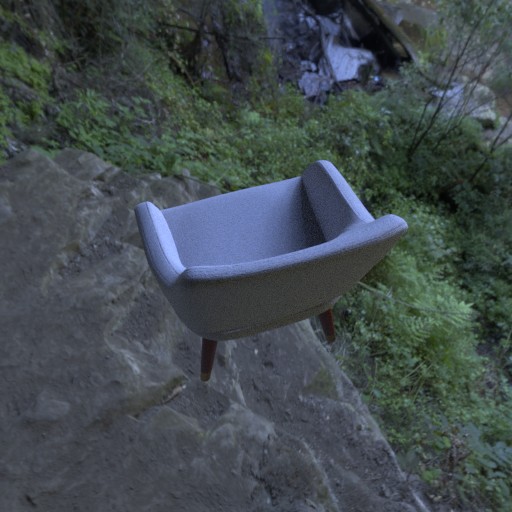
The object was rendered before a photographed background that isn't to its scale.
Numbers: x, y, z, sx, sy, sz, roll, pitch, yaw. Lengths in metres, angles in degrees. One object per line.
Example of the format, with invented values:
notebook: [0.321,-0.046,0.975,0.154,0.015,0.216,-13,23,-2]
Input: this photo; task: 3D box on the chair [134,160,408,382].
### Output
chair: [0.000,0.000,1.292,0.609,0.889,0.600,-15,60,-9]
